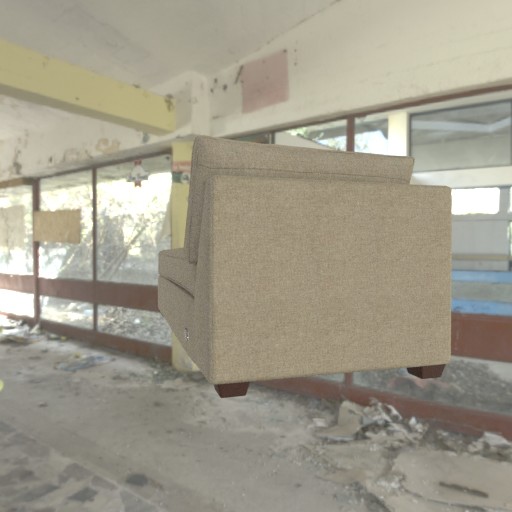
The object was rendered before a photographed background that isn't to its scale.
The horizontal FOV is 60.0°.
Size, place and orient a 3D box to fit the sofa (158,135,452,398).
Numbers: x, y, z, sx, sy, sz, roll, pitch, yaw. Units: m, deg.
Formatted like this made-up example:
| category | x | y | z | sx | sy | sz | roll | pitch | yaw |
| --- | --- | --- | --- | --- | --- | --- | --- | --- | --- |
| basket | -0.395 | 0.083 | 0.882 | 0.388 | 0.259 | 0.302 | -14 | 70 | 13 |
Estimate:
| category | x | y | z | sx | sy | sz | roll | pitch | yaw |
| --- | --- | --- | --- | --- | --- | --- | --- | --- | --- |
| sofa | 0.000 | 0.000 | 2.800 | 1.110 | 1.019 | 2.238 | 0 | 1 | -17 |
